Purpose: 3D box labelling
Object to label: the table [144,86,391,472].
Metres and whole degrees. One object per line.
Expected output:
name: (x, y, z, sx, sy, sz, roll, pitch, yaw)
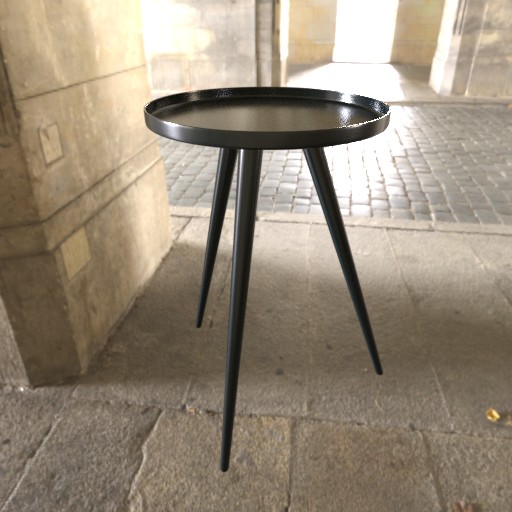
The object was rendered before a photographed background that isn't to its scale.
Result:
table: (0.000, 0.000, 0.823, 0.403, 0.548, 0.415, -21, 35, -33)
